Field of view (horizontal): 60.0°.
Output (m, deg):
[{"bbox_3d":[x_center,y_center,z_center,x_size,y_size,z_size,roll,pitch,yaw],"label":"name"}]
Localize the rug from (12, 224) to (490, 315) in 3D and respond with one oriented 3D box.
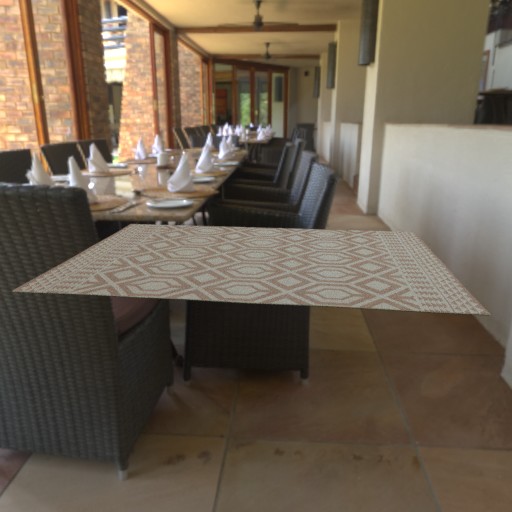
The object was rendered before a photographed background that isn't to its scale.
[{"bbox_3d":[0.000,0.000,2.258,1.829,0.008,1.219,2,17,7],"label":"rug"}]
